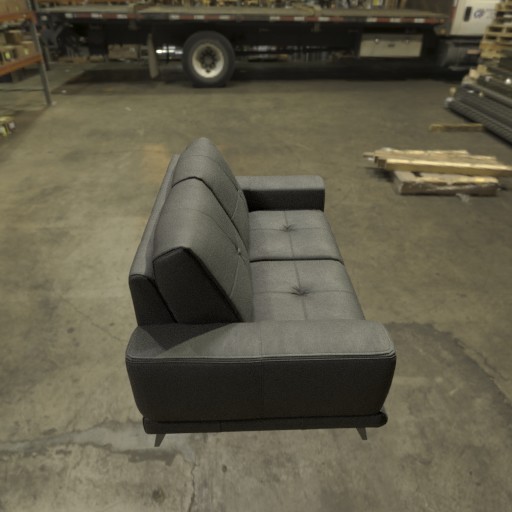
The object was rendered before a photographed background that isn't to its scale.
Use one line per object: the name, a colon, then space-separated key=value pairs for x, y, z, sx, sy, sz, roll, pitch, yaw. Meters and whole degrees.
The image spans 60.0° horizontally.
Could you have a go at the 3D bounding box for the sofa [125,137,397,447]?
sofa: x=0.000 y=0.000 z=2.382 sx=1.018 sy=0.907 sz=1.806 roll=-1 pitch=32 yaw=-2
